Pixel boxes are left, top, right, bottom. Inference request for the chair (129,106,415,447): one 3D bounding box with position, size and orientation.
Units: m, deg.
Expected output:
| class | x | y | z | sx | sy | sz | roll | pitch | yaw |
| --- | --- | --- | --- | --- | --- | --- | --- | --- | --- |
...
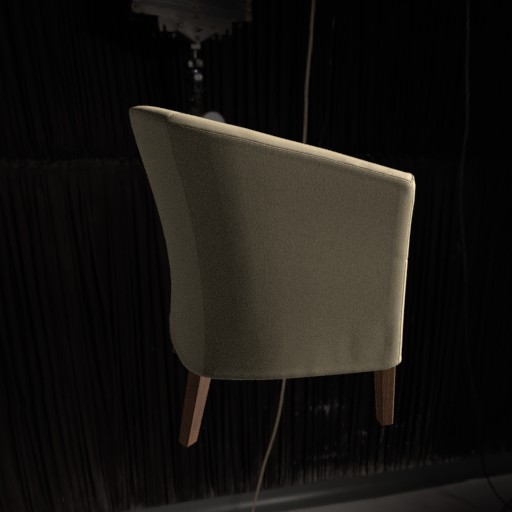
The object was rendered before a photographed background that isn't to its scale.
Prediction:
| class | x | y | z | sx | sy | sz | roll | pitch | yaw |
| --- | --- | --- | --- | --- | --- | --- | --- | --- | --- |
| chair | 0.000 | 0.000 | 1.302 | 0.657 | 0.822 | 0.643 | -3 | 16 | -12 |
